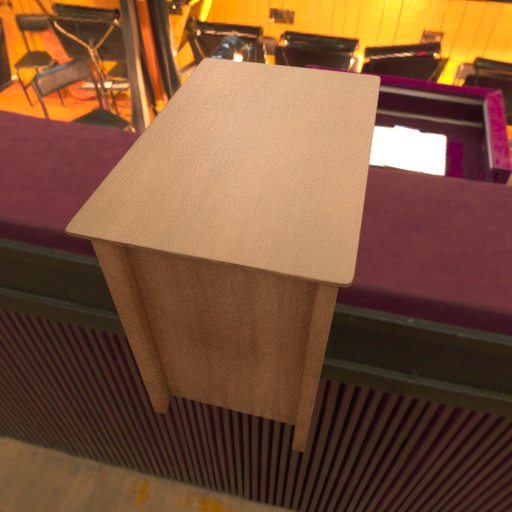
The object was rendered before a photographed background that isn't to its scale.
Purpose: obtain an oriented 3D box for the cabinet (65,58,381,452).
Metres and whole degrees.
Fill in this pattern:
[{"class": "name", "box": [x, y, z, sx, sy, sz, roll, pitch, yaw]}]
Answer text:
[{"class": "cabinet", "box": [0.000, 0.000, 1.256, 0.503, 0.762, 0.763, 10, 47, 10]}]
